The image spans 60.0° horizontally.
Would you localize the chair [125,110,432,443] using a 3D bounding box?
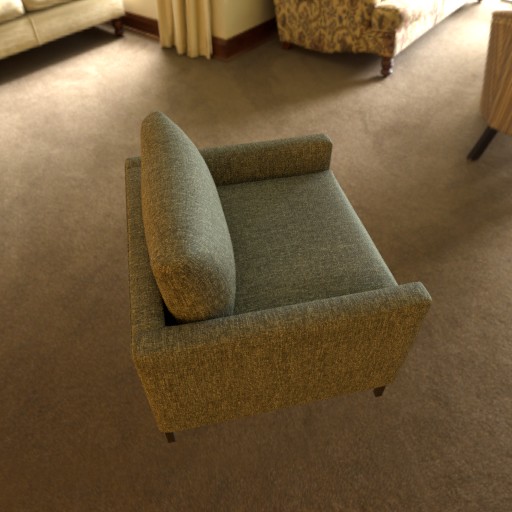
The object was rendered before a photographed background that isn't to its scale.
[{"bbox_3d":[0.000,0.000,1.643,0.866,0.861,0.963,-9,47,-9],"label":"chair"}]
